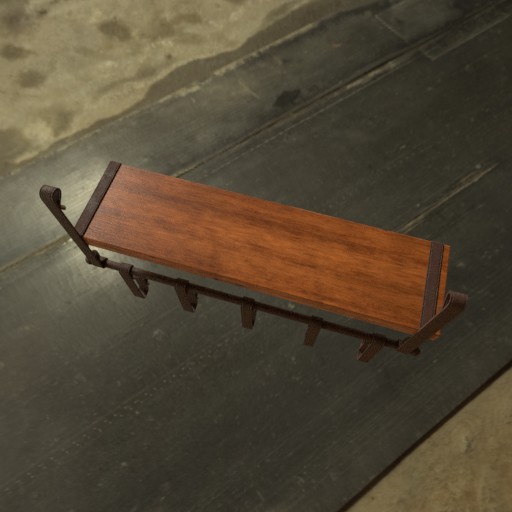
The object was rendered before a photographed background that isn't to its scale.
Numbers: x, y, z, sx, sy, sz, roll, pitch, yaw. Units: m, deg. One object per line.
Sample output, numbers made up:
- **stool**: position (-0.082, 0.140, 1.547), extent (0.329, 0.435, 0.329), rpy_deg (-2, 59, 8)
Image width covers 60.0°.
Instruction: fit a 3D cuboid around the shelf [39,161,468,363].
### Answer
- **shelf**: position (0.000, 0.000, 0.703), extent (0.567, 0.330, 0.146), rpy_deg (15, 65, 7)
